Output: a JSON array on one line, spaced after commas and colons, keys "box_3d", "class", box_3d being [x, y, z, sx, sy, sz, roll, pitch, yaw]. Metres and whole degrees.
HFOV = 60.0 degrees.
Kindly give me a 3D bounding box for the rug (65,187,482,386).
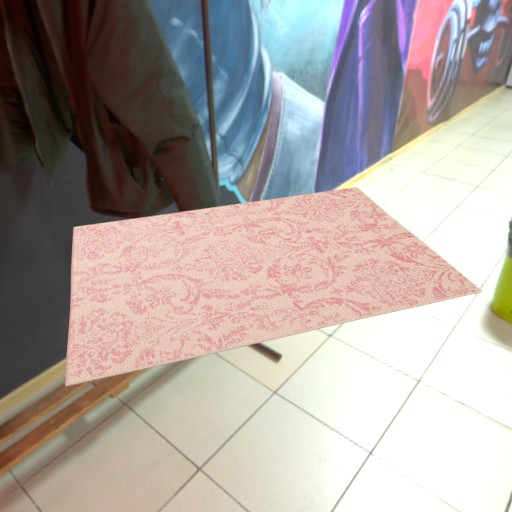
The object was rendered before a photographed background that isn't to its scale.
[{"box_3d": [0.000, 0.000, 2.322, 1.839, 0.012, 1.219, -10, 35, -15], "class": "rug"}]
